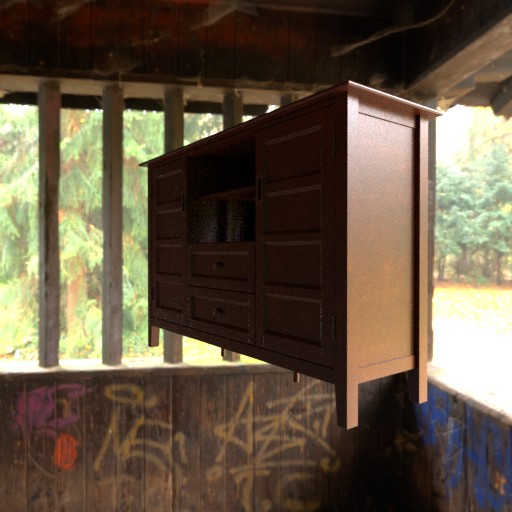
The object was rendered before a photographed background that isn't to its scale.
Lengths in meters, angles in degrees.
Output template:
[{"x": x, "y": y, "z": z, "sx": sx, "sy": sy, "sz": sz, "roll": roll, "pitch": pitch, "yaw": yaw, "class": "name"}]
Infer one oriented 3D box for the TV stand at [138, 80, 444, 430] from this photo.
[{"x": 0.000, "y": 0.000, "z": 1.810, "sx": 0.445, "sy": 0.915, "sz": 1.372, "roll": 0, "pitch": 1, "yaw": -37, "class": "TV stand"}]
